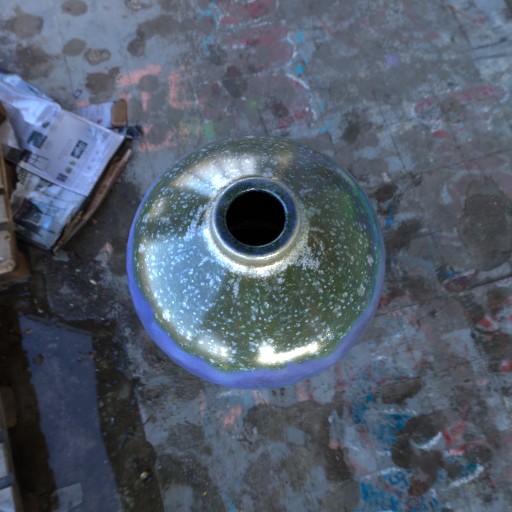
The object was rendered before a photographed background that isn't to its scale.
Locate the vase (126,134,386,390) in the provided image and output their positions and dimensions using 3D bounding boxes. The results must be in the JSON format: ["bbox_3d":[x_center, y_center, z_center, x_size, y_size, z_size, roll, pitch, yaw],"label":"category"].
[{"bbox_3d":[0.000,0.000,0.264,0.154,0.133,0.154,0,74,0],"label":"vase"}]
